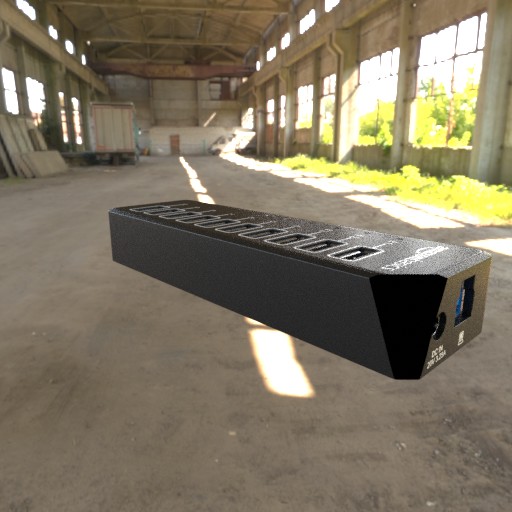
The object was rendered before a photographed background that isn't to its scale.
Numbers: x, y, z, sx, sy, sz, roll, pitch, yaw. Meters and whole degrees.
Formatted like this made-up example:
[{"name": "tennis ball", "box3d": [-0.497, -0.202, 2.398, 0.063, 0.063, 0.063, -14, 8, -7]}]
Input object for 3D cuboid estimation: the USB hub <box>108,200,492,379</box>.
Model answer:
[{"name": "USB hub", "box3d": [0.000, 0.000, 0.159, 0.044, 0.023, 0.145, -14, 20, -42]}]
